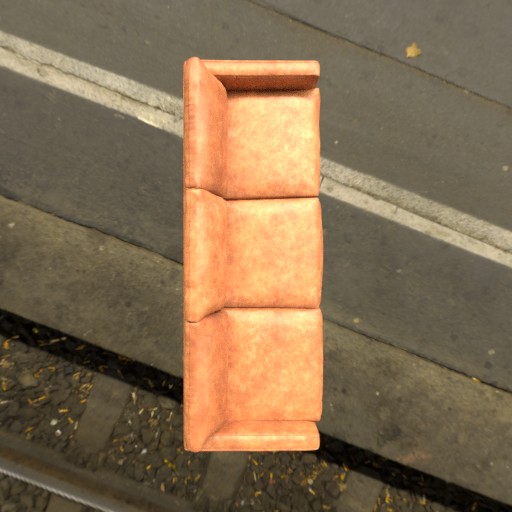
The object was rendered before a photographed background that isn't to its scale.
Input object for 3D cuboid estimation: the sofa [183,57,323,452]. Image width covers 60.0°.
[{"bbox_3d":[0.000,0.000,2.453,0.748,0.863,2.029,0,90,-1],"label":"sofa"}]
